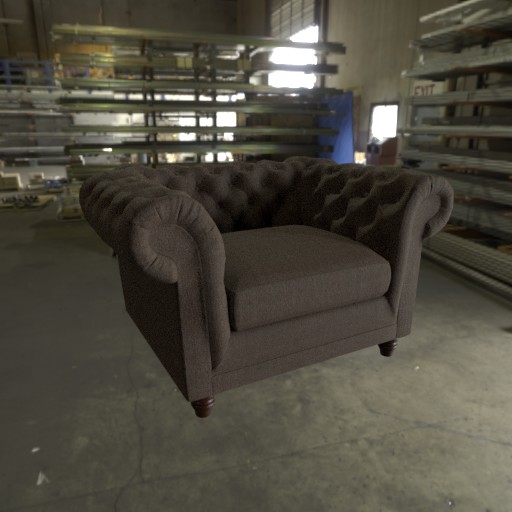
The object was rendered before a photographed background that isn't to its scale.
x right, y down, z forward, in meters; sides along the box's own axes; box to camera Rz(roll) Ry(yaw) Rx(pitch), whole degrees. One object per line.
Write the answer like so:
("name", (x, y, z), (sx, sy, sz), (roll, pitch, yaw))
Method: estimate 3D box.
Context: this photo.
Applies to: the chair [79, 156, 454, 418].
("chair", (0.000, 0.000, 1.910), (1.298, 0.780, 0.945), (-9, 19, -28))
